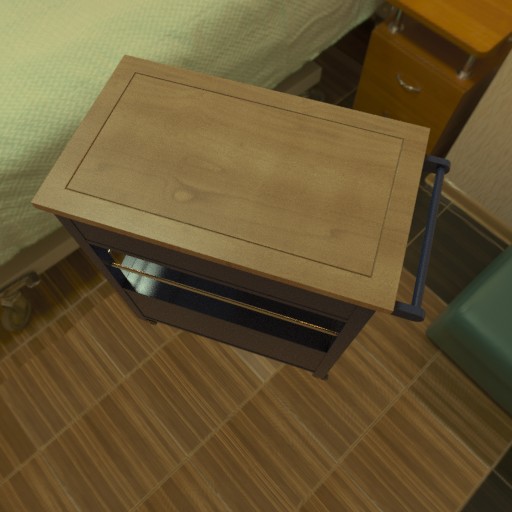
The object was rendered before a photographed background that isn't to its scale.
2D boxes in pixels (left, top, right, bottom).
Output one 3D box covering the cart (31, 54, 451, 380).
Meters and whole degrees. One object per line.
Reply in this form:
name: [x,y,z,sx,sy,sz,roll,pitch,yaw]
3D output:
cart: [0.000,0.000,1.369,0.840,0.901,0.459,16,66,8]
